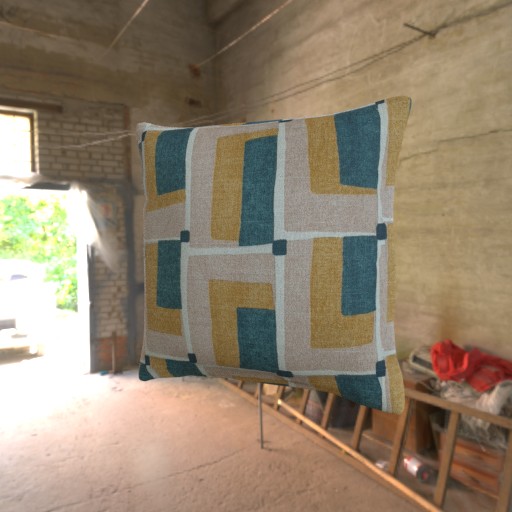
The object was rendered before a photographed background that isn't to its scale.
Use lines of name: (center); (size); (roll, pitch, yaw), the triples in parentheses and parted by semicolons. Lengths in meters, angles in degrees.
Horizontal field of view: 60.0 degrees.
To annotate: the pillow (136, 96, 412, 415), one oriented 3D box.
pillow: (0.000, 0.000, 0.733); (0.478, 0.479, 0.158); (1, 3, 21)
